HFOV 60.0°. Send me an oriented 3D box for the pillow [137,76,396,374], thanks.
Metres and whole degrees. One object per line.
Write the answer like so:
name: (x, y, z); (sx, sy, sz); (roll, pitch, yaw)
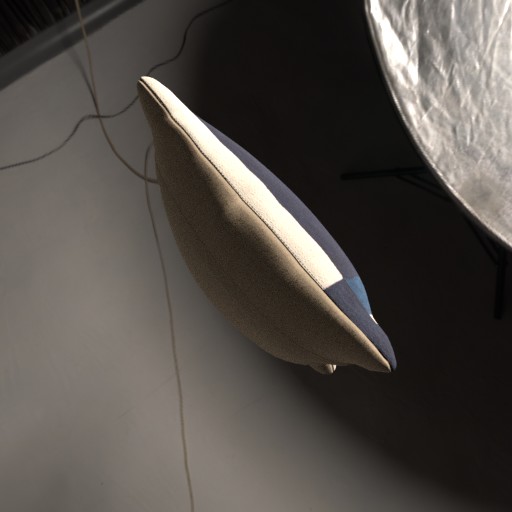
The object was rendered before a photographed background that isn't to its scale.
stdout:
pillow: (0.000, 0.000, 0.804); (0.229, 0.506, 0.536); (-39, 79, -9)
